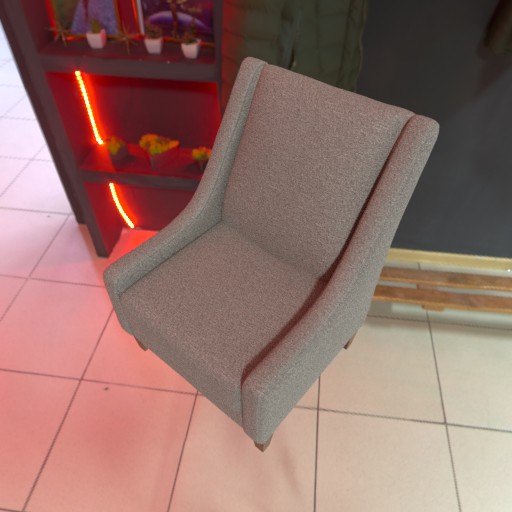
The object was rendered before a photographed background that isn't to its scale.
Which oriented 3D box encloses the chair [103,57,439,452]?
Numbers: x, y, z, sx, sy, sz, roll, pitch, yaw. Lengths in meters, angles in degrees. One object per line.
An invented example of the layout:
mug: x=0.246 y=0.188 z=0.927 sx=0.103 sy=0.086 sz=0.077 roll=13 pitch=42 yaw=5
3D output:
chair: x=0.000 y=0.000 z=1.619 sx=0.774 sy=1.016 sz=0.870 roll=31 pitch=53 yaw=27
